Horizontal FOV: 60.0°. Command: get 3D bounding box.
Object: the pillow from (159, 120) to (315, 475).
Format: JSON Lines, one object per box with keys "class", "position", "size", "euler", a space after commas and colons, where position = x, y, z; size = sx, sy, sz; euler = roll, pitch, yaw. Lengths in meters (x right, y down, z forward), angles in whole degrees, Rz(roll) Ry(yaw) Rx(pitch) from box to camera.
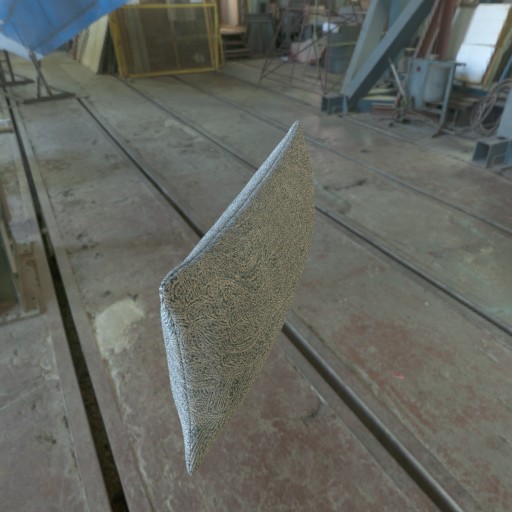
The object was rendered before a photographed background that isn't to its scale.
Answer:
{"class": "pillow", "position": [0.000, 0.000, 0.729], "size": [0.151, 0.295, 0.615], "euler": [9, 32, 14]}
